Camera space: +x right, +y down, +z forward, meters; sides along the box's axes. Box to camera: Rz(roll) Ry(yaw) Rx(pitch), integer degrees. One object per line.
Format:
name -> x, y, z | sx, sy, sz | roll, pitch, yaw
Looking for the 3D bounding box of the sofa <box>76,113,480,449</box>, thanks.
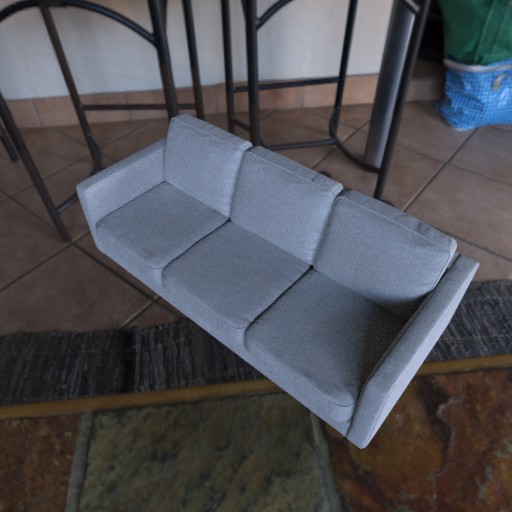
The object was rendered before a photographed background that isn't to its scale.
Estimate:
sofa -> 0.000, 0.000, 2.465 | 1.983, 0.918, 0.944 | 31, 53, 27
